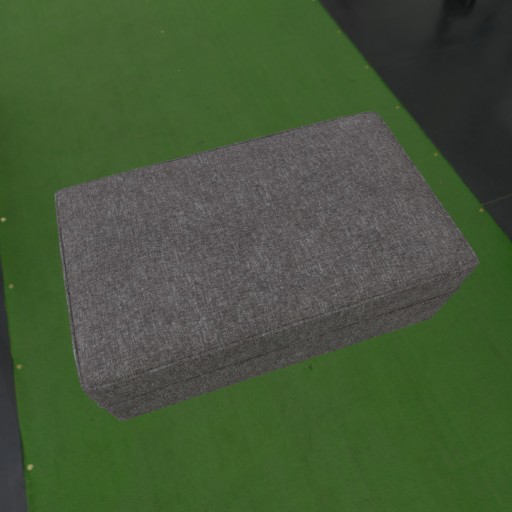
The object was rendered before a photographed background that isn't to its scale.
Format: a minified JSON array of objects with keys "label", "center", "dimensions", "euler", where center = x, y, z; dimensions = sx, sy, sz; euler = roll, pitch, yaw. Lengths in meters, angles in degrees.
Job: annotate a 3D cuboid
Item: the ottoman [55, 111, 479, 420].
[{"label":"ottoman","center":[0.000,0.000,1.531],"dimensions":[1.184,0.487,0.717],"euler":[-16,61,-9]}]
